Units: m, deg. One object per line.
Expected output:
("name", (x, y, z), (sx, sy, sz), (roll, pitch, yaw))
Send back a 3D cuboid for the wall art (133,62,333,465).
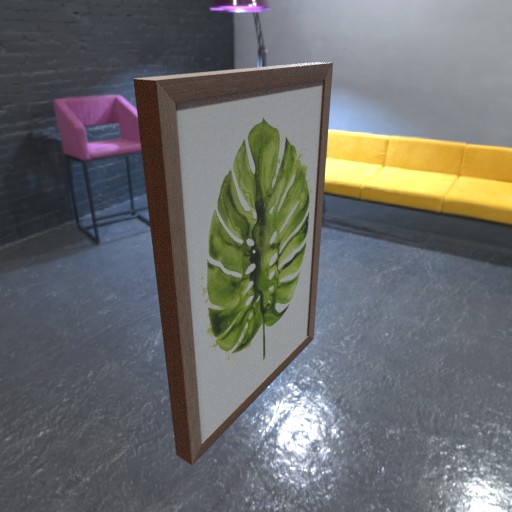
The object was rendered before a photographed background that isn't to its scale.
("wall art", (0.000, 0.000, 0.654), (0.032, 0.510, 0.358), (17, 31, 31))
